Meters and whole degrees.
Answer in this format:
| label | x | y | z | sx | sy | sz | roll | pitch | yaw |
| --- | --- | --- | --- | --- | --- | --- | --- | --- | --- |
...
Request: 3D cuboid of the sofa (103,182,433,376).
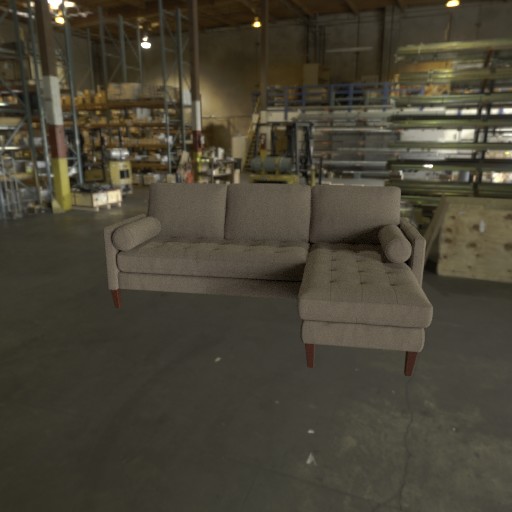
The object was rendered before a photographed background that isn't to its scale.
| label | x | y | z | sx | sy | sz | roll | pitch | yaw |
| --- | --- | --- | --- | --- | --- | --- | --- | --- | --- |
| sofa | 0.000 | 0.000 | 3.032 | 2.178 | 0.875 | 1.506 | 3 | 15 | 10 |
